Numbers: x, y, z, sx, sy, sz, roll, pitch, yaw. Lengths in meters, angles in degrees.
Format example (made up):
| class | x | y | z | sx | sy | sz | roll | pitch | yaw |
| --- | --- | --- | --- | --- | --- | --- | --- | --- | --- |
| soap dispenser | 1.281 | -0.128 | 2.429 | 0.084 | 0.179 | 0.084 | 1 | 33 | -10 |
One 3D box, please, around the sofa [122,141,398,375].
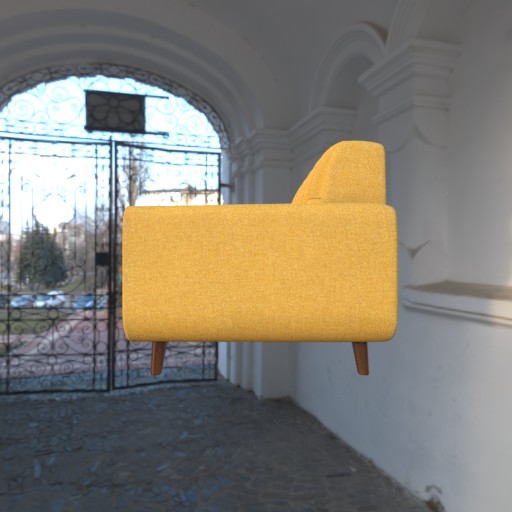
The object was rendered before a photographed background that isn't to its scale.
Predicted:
| class | x | y | z | sx | sy | sz | roll | pitch | yaw |
| --- | --- | --- | --- | --- | --- | --- | --- | --- | --- |
| sofa | 0.000 | 0.000 | 2.218 | 0.909 | 0.841 | 1.631 | 0 | 0 | 0 |
